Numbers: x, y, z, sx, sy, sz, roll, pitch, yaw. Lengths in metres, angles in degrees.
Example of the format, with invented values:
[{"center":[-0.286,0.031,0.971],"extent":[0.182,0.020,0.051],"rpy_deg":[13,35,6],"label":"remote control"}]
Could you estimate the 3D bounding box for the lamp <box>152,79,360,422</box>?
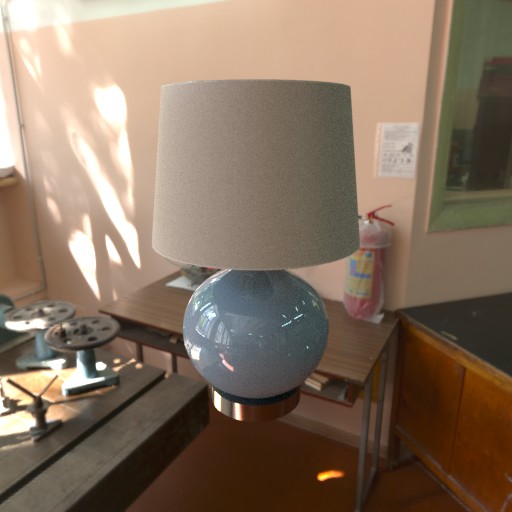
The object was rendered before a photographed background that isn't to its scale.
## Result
[{"center":[0.000,0.000,0.544],"extent":[0.247,0.387,0.247],"rpy_deg":[0,16,0],"label":"lamp"}]
